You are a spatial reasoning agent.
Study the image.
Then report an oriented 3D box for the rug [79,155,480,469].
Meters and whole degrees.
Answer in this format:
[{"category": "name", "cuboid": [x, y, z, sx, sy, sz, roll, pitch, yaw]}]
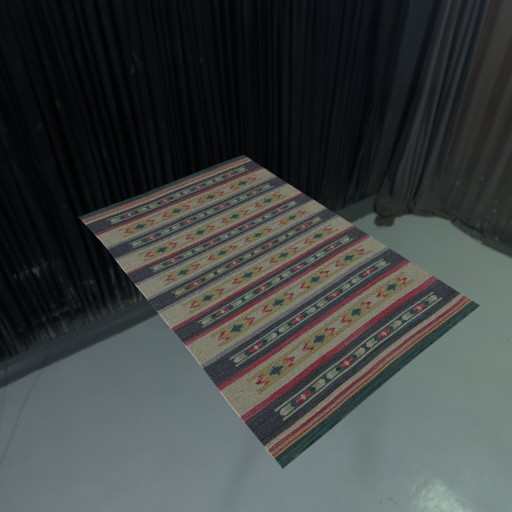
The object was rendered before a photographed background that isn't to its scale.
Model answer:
[{"category": "rug", "cuboid": [0.000, 0.000, 2.923, 1.522, 0.010, 2.311, -27, 48, -28]}]
